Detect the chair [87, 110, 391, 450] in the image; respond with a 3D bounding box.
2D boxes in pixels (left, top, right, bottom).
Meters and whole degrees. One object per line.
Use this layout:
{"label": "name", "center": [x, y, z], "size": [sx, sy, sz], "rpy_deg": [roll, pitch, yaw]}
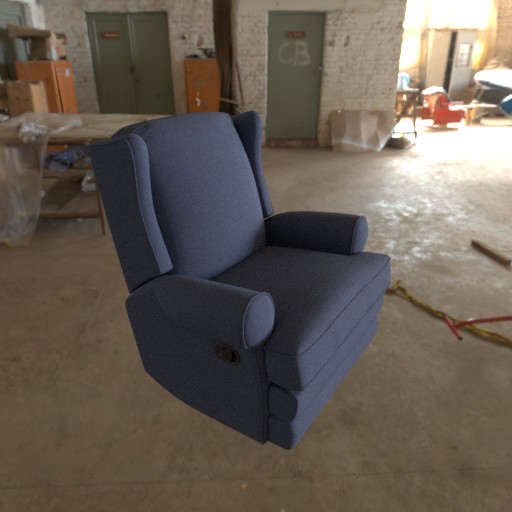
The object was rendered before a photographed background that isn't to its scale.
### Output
{"label": "chair", "center": [0.000, 0.000, 1.742], "size": [0.877, 1.020, 0.971], "rpy_deg": [16, 29, 30]}
